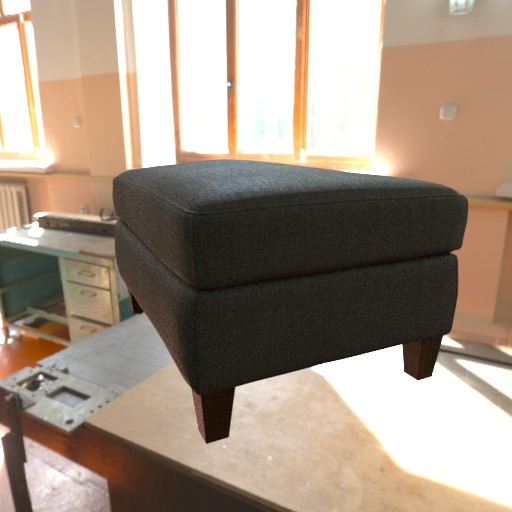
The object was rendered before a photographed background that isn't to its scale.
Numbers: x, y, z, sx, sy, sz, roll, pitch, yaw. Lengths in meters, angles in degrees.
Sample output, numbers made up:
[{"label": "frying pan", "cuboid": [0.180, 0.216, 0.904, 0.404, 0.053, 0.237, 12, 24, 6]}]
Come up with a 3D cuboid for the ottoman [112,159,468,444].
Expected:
[{"label": "ottoman", "cuboid": [0.000, 0.000, 1.193, 0.639, 0.496, 0.826, -7, 16, -25]}]
